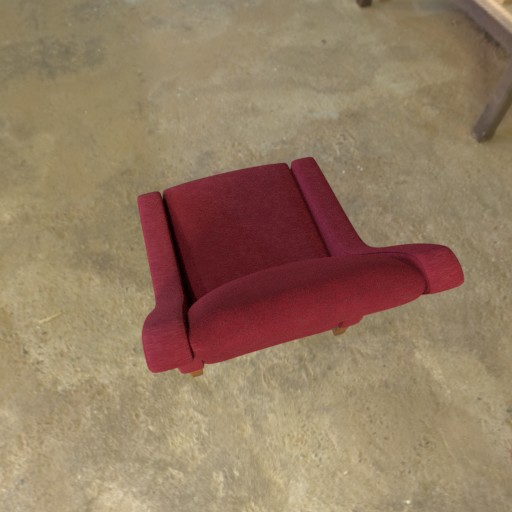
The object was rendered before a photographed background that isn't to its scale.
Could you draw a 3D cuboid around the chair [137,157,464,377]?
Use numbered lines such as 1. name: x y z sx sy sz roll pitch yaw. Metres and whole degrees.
1. chair: 0.000 0.000 1.669 0.793 1.017 0.985 -14 60 -9
